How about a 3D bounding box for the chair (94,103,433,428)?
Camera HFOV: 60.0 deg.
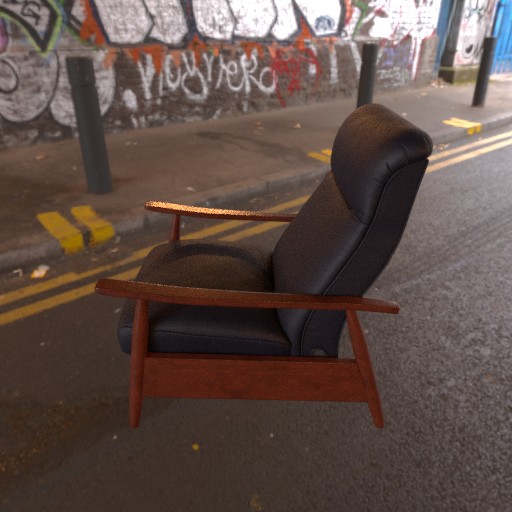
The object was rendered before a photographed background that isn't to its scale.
[{"bbox_3d":[0.000,0.000,1.748,1.014,1.082,0.762,0,28,0],"label":"chair"}]
